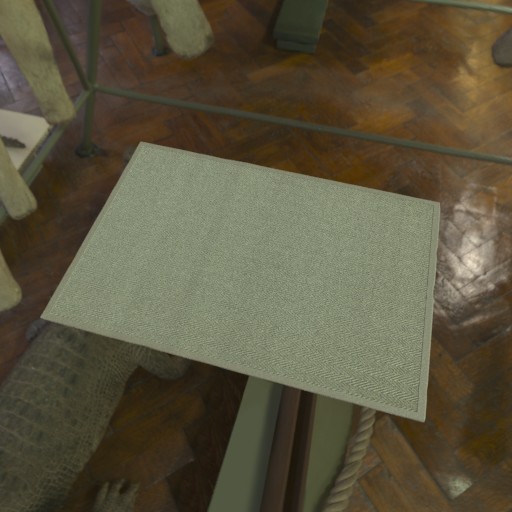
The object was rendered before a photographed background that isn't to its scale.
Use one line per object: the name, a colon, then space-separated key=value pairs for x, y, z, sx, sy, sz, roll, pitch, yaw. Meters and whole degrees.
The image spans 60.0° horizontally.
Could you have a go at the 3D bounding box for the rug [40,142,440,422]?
rug: x=0.000 y=0.000 z=2.908 sx=2.290 sy=0.021 sz=1.540 roll=13 pitch=59 yaw=8
